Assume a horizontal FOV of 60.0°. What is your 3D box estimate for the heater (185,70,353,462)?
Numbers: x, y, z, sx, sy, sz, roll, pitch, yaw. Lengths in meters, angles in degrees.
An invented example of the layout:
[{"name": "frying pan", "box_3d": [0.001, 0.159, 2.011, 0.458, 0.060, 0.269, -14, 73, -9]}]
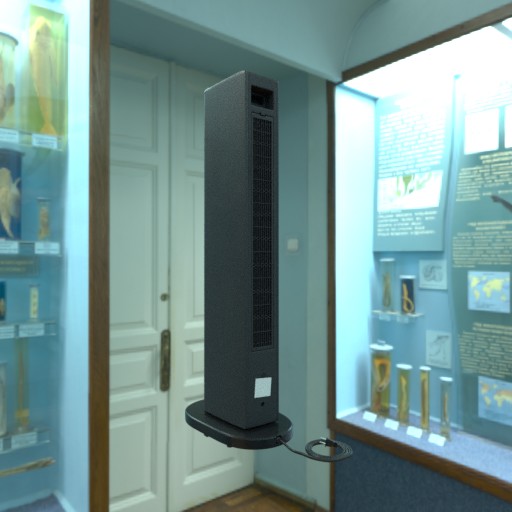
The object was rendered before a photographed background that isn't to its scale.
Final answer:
[{"name": "heater", "box_3d": [0.000, 0.000, 1.059, 0.214, 0.856, 0.458, 0, -1, -37]}]
